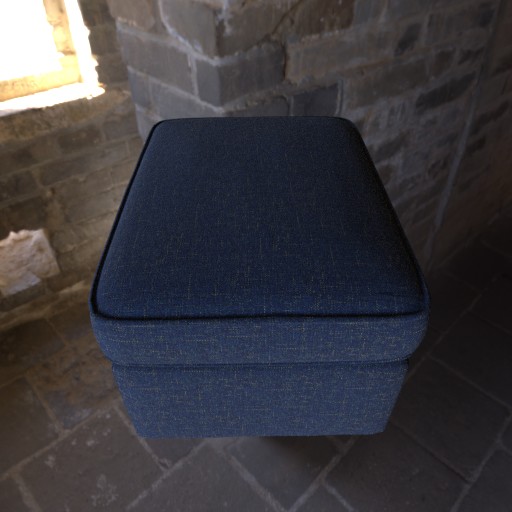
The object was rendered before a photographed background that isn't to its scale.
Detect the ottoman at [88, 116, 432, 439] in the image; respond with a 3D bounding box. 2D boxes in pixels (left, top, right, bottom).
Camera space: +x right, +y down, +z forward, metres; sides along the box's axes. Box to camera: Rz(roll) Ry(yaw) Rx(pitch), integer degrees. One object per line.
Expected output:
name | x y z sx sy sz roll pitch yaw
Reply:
ottoman | 0.000 0.000 1.049 0.549 0.450 0.749 -1 41 -1
